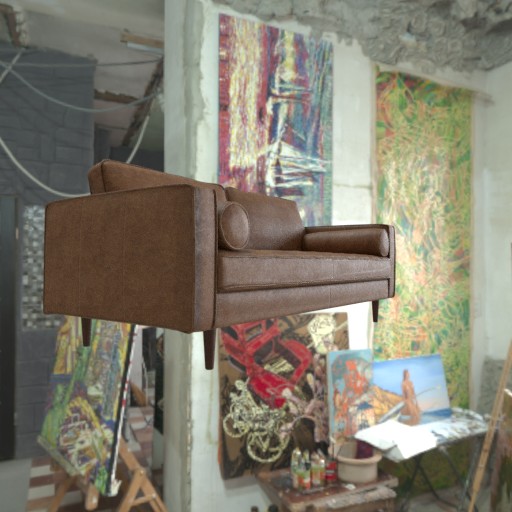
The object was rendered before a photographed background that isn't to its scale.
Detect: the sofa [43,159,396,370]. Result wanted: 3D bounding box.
[{"bbox_3d":[0.000,0.000,2.409,0.924,0.825,1.920,-1,-1,36],"label":"sofa"}]
